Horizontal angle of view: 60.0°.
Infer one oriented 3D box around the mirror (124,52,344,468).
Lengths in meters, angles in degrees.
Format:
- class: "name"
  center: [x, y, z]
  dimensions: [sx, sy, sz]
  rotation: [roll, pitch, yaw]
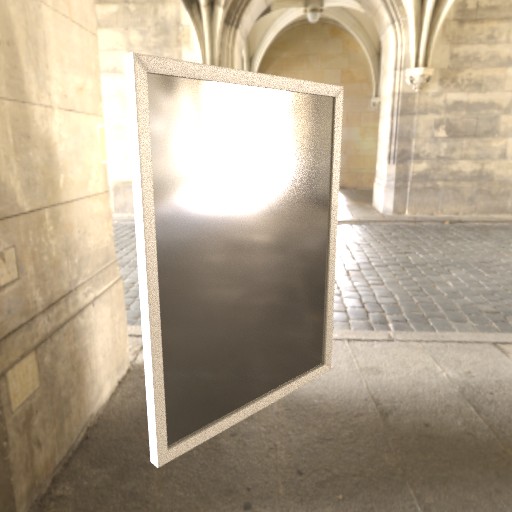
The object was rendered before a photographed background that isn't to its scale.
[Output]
- class: "mirror"
  center: [0.000, 0.000, 1.322]
  dimensions: [0.762, 1.016, 0.040]
  rotation: [-13, 19, -43]
